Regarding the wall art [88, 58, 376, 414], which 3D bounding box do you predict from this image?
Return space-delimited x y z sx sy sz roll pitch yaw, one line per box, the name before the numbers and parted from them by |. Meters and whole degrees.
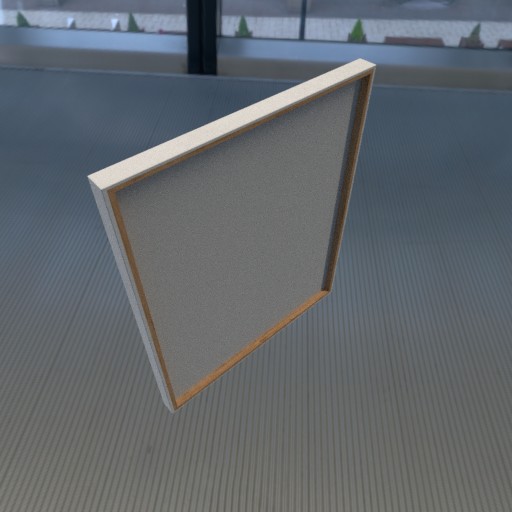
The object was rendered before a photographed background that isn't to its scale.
wall art | 0.000 0.000 0.857 0.508 0.606 0.037 -33 55 -27
